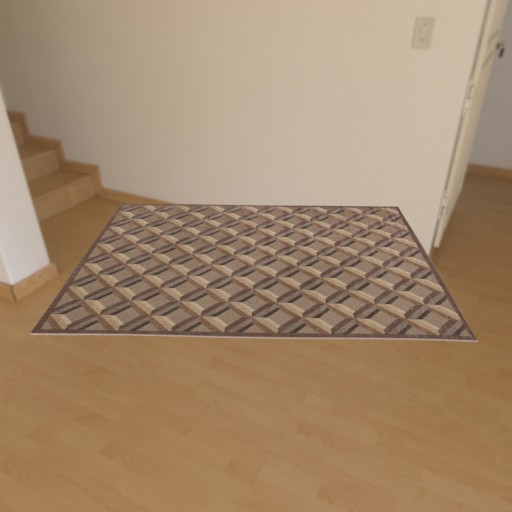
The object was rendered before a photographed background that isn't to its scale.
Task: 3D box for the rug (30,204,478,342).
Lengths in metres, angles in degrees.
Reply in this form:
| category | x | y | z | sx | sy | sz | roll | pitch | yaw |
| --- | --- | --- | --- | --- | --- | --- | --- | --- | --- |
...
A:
| category | x | y | z | sx | sy | sz | roll | pitch | yaw |
| --- | --- | --- | --- | --- | --- | --- | --- | --- | --- |
| rug | 0.000 | 0.000 | 2.909 | 2.260 | 0.013 | 1.600 | 1 | 31 | 1 |
